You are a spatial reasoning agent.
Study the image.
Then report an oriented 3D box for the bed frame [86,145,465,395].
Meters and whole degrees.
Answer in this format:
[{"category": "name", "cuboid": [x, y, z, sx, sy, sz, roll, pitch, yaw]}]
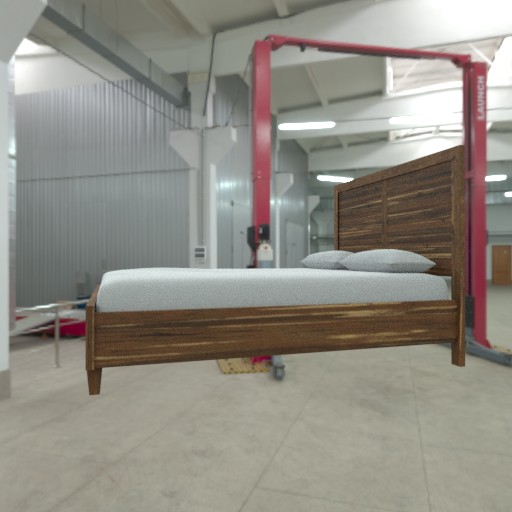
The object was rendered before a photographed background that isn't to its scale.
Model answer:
[{"category": "bed frame", "cuboid": [0.000, 0.000, 3.298, 2.276, 1.417, 1.696, 0, 0, -18]}]
